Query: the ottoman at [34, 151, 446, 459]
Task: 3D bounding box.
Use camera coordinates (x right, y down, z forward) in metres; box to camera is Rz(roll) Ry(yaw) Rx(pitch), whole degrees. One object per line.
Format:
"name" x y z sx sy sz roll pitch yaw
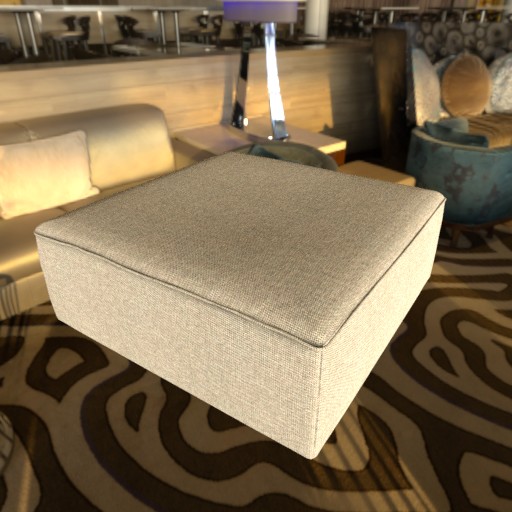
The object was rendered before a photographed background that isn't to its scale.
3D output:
"ottoman" 0.000 0.000 1.563 1.017 0.423 1.023 18 34 30
